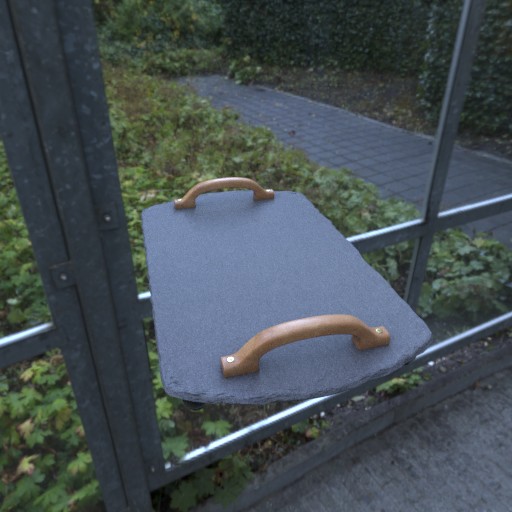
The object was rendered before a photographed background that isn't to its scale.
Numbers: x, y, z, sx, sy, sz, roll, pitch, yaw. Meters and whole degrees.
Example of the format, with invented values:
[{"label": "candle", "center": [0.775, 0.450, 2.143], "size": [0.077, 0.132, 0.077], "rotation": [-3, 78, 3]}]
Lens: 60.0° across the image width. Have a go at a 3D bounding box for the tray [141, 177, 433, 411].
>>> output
[{"label": "tray", "center": [0.000, 0.000, 0.476], "size": [0.231, 0.062, 0.387], "rotation": [-8, 32, -13]}]
